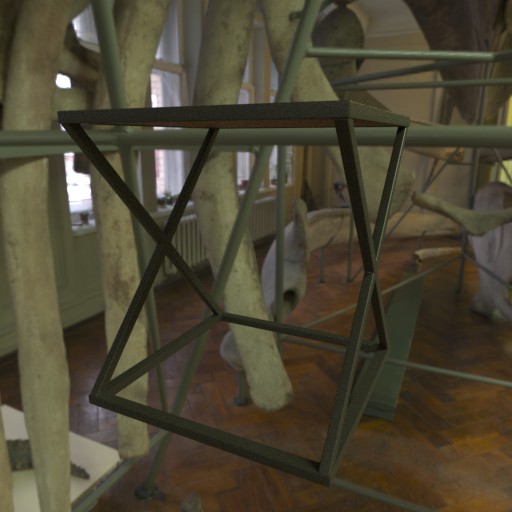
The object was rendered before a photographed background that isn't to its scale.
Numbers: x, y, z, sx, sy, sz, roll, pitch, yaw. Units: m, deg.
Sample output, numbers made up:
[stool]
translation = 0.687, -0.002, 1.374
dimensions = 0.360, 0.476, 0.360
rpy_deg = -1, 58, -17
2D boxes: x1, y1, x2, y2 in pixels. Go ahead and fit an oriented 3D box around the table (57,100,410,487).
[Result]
[table]
translation = 0.000, 0.000, 0.926
dimensions = 0.500, 0.565, 0.500
rpy_deg = 7, 17, 26
